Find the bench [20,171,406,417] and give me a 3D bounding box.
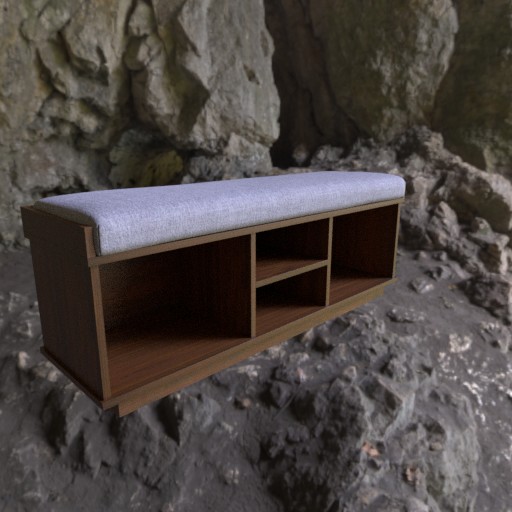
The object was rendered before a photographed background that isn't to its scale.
[{"bbox_3d":[0.000,0.000,1.373,1.196,0.468,0.367,-14,21,-42],"label":"bench"}]
